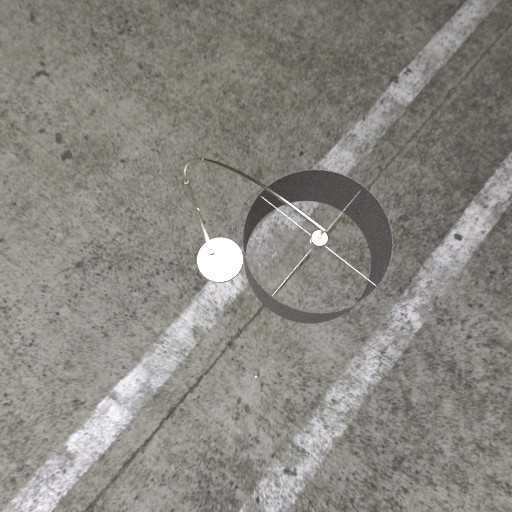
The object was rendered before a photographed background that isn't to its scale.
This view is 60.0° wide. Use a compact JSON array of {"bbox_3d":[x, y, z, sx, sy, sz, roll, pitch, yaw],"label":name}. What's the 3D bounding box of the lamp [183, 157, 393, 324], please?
[{"bbox_3d":[0.000,0.000,2.115,0.934,1.735,0.452,39,78,10],"label":"lamp"}]
